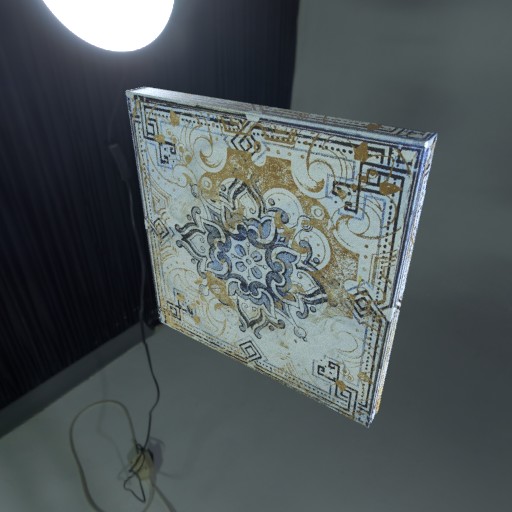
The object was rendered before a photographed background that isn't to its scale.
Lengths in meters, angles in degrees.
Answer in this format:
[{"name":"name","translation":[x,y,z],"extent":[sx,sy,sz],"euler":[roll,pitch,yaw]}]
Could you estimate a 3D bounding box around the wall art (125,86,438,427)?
[{"name":"wall art","translation":[0.000,0.000,0.632],"extent":[0.411,0.410,0.038],"euler":[20,37,29]}]
